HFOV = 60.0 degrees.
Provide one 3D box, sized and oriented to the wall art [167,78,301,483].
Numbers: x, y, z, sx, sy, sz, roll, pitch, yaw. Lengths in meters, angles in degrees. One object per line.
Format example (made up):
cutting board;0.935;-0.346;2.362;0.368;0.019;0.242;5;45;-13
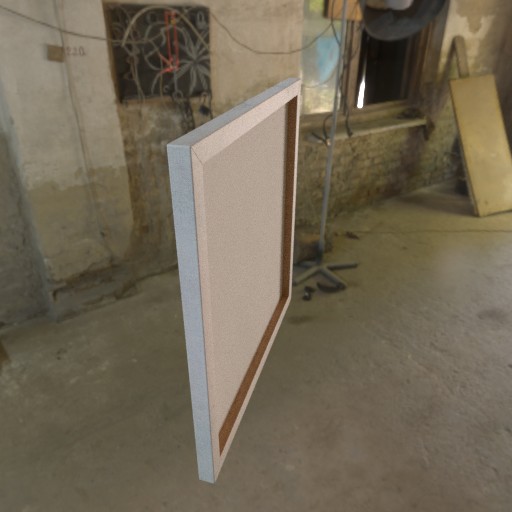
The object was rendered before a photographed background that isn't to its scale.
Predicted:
wall art;0.000;0.000;1.134;0.038;0.762;0.762;8;30;15
